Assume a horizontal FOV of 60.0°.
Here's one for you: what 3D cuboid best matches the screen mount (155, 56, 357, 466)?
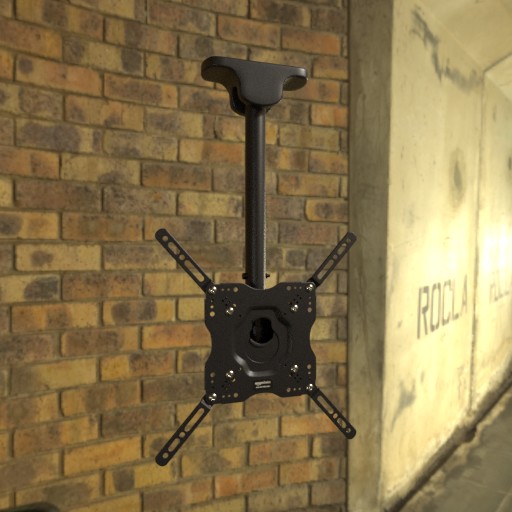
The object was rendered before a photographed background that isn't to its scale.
[{"bbox_3d":[0.000,0.000,0.865,0.393,0.729,0.090,0,0,-18],"label":"screen mount"}]
